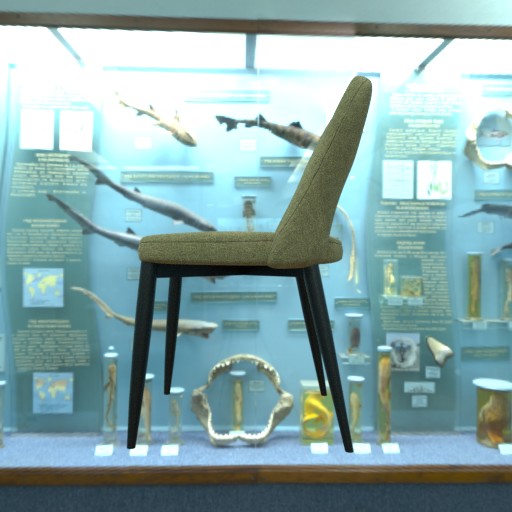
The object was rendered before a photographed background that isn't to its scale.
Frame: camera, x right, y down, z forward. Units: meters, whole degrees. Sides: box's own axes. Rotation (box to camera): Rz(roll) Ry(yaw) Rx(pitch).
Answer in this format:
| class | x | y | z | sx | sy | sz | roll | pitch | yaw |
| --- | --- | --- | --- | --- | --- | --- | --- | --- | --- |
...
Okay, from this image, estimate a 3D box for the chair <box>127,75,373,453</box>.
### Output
| class | x | y | z | sx | sy | sz | roll | pitch | yaw |
| --- | --- | --- | --- | --- | --- | --- | --- | --- | --- |
| chair | 0.000 | 0.000 | 1.261 | 0.612 | 0.931 | 0.470 | 0 | 0 | 0 |
